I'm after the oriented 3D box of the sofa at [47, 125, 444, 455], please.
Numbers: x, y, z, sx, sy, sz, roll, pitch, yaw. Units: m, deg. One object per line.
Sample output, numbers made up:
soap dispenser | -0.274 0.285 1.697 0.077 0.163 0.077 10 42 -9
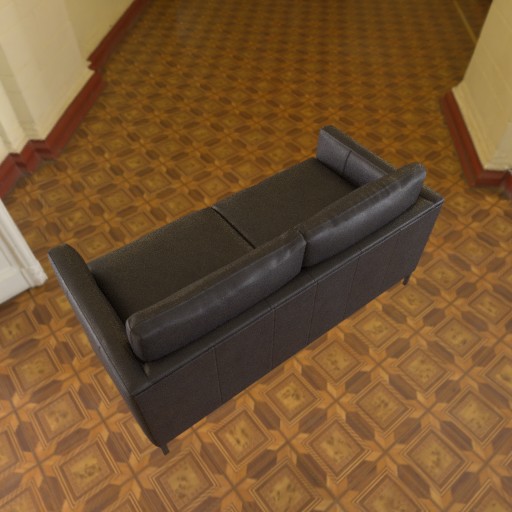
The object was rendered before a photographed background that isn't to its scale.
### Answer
sofa | 0.000 0.000 2.301 1.805 0.883 0.947 -31 55 -25
